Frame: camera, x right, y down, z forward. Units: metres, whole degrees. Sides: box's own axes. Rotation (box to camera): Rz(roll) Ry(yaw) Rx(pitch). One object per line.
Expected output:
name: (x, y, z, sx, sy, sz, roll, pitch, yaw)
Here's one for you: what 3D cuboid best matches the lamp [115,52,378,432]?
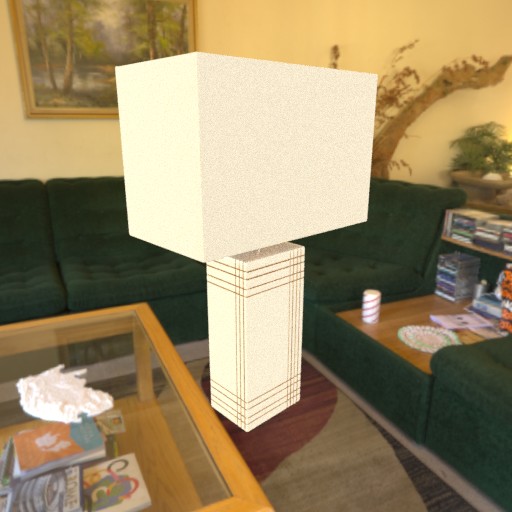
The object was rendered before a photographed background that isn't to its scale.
lamp: (0.000, 0.000, 0.699, 0.334, 0.543, 0.182, -15, 23, -41)
